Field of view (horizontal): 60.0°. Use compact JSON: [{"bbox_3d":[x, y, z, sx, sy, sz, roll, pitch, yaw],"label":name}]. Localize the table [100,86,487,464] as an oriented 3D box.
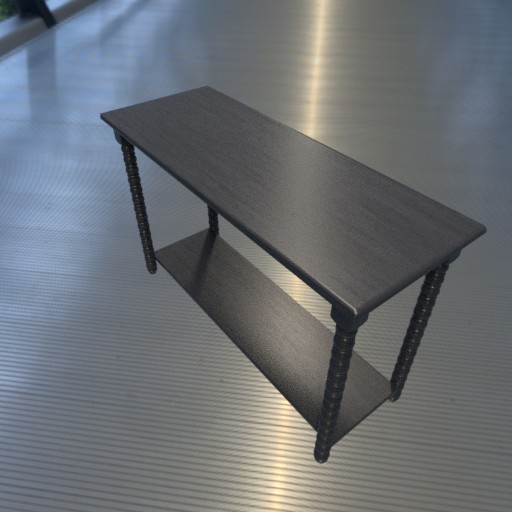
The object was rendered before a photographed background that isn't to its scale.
[{"bbox_3d":[0.000,0.000,1.514,0.459,0.735,1.184,-27,47,-28],"label":"table"}]
